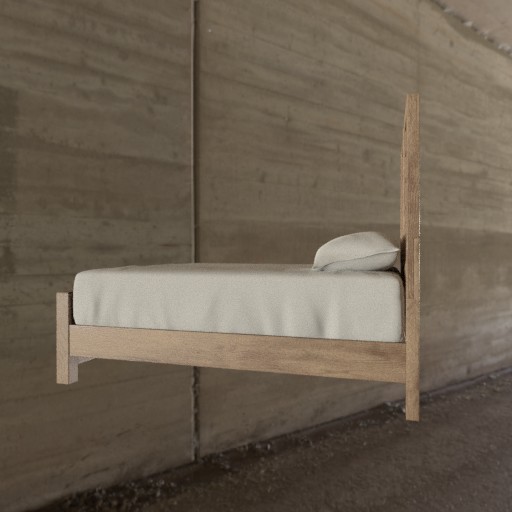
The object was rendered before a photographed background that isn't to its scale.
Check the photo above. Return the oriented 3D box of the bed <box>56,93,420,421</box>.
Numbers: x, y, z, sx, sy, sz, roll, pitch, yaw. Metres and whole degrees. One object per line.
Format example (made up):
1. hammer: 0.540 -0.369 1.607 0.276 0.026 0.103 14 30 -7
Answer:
1. bed: 0.000 0.000 3.290 2.197 1.626 1.626 0 0 17
